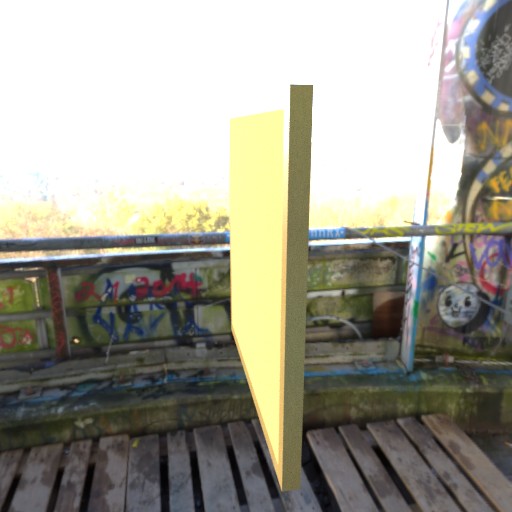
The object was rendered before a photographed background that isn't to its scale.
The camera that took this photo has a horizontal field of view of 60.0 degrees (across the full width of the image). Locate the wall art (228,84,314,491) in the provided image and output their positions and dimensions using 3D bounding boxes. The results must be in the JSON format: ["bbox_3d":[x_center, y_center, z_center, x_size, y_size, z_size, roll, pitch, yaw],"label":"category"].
[{"bbox_3d":[0.000,0.000,2.904,0.097,1.936,1.935,-3,16,-10],"label":"wall art"}]
